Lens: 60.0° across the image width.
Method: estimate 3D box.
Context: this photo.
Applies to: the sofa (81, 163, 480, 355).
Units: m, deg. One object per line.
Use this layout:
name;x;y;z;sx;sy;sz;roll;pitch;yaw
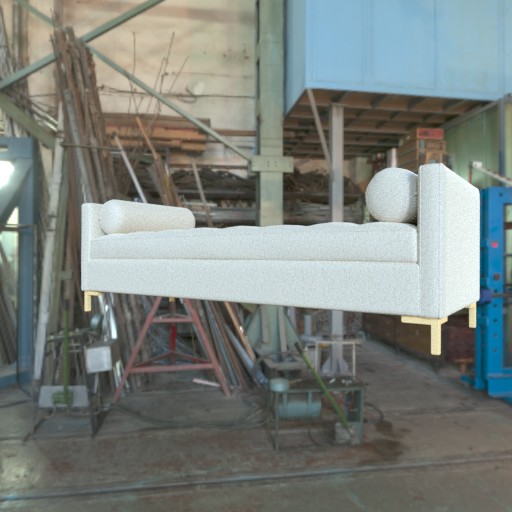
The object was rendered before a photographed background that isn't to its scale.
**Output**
sofa;0.000;0.000;2.283;1.985;0.641;0.746;0;0;35
